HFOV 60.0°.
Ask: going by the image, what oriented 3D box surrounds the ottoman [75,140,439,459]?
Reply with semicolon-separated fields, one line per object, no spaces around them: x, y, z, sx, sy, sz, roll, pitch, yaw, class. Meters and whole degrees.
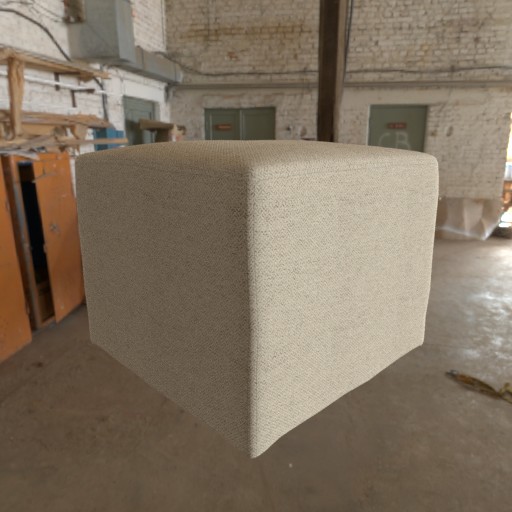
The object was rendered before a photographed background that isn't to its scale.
0.000;0.000;0.895;0.521;0.453;0.512;-14;20;-42;ottoman
